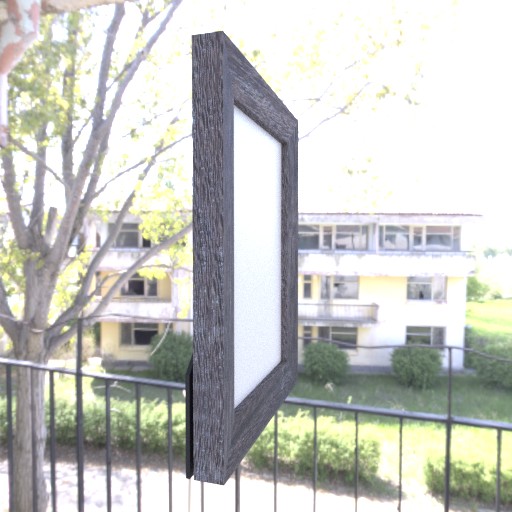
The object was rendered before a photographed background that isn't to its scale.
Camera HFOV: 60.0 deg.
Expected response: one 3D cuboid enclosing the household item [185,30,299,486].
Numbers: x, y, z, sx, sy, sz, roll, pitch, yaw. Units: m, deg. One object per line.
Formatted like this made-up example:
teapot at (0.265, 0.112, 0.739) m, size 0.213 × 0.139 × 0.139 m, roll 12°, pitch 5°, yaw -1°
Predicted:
household item at (0.000, 0.000, 0.283) m, size 0.020 × 0.210 × 0.160 m, roll 1°, pitch 2°, yaw 18°
